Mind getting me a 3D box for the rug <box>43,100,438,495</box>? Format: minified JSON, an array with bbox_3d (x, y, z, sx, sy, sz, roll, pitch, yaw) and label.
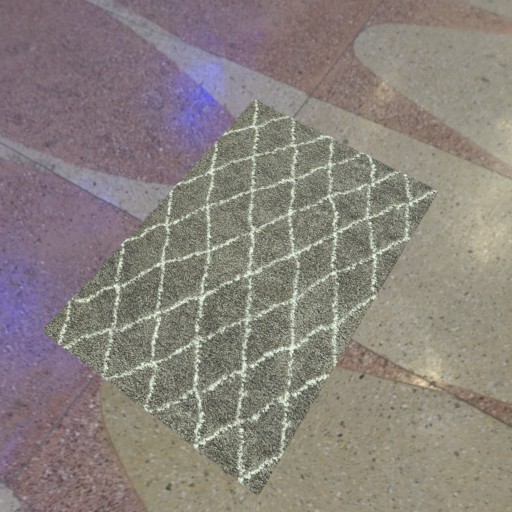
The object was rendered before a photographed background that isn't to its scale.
[{"bbox_3d":[0.000,0.000,2.255,1.219,0.030,1.778,31,67,15],"label":"rug"}]
